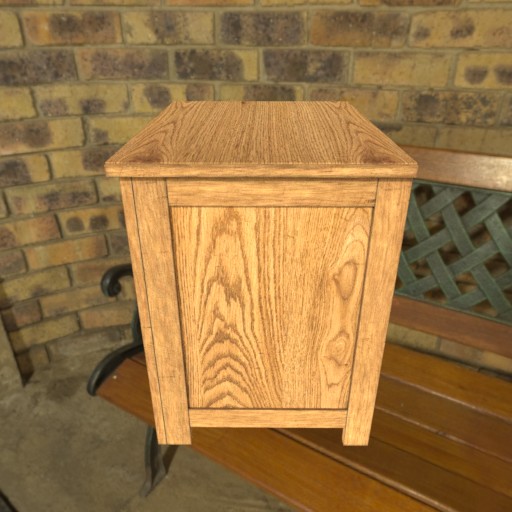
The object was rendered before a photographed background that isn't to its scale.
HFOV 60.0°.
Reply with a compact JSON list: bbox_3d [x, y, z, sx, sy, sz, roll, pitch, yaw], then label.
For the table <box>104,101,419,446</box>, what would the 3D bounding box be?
[{"bbox_3d":[0.000,0.000,1.070,0.494,0.625,0.601,0,28,0],"label":"table"}]
